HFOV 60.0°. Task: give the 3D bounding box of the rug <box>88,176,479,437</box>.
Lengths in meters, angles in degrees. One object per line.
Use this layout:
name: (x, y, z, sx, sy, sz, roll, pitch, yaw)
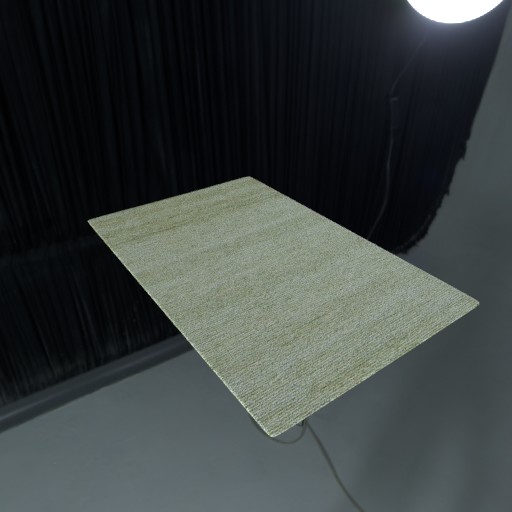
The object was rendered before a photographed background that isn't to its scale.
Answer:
rug: (0.000, 0.000, 2.238, 1.143, 0.010, 1.758, -21, 38, -29)
